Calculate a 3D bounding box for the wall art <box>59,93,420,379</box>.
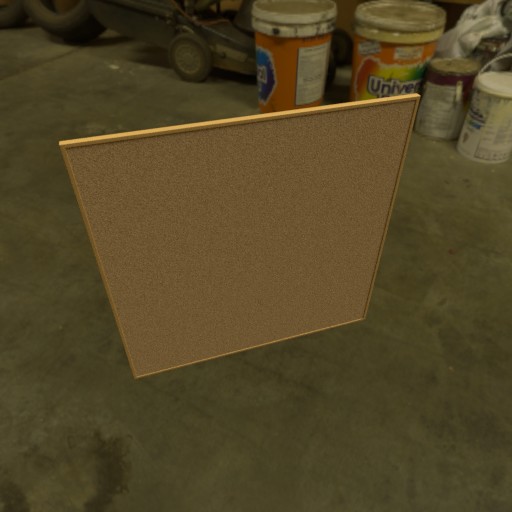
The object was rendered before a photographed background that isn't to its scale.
[{"bbox_3d":[0.000,0.000,0.997,0.657,0.655,0.014,-12,43,-13],"label":"wall art"}]
